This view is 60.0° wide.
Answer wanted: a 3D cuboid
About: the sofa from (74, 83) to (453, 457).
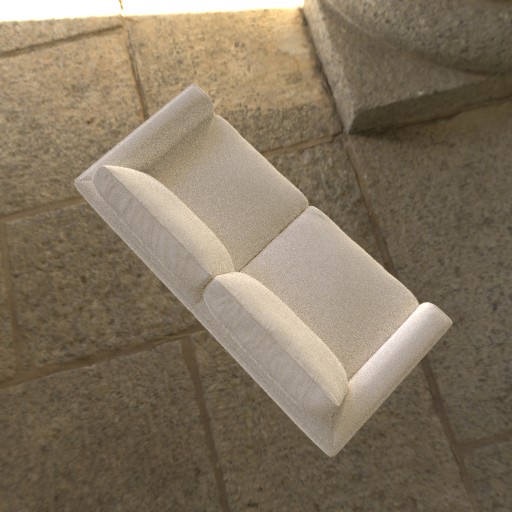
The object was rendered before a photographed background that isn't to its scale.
[{"bbox_3d":[0.000,0.000,2.806,1.070,0.801,2.262,-43,79,-10],"label":"sofa"}]
